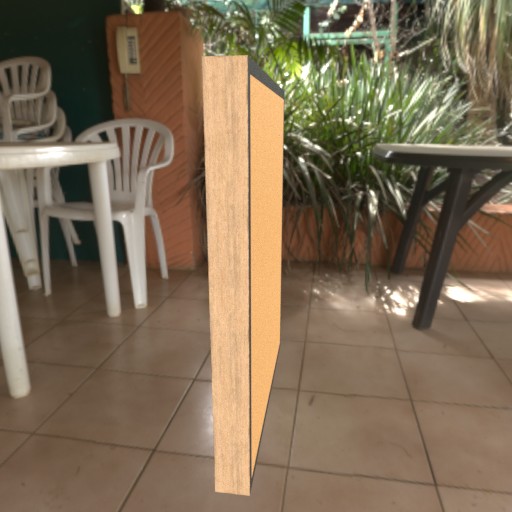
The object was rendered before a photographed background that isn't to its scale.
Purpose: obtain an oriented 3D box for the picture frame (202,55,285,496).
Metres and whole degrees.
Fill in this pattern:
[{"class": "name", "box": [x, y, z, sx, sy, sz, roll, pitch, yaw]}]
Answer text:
[{"class": "picture frame", "box": [0.000, 0.000, 0.706, 0.046, 0.526, 0.421, 2, 16, 8]}]
